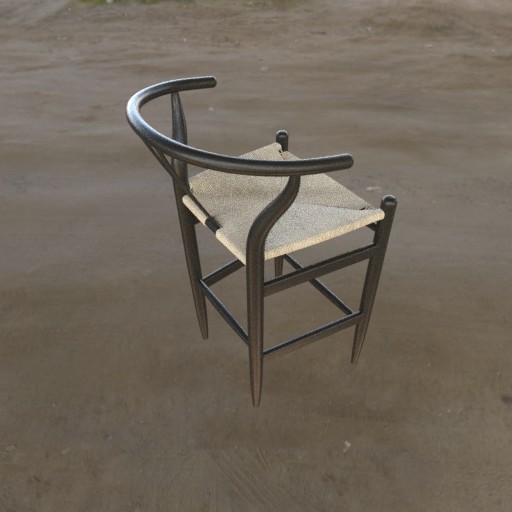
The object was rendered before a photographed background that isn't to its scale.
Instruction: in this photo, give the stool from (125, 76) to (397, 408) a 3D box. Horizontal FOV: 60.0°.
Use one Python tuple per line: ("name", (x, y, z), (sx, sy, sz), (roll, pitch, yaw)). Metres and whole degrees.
("stool", (0.000, 0.000, 1.326), (0.579, 0.970, 0.569), (-24, 46, -25))
